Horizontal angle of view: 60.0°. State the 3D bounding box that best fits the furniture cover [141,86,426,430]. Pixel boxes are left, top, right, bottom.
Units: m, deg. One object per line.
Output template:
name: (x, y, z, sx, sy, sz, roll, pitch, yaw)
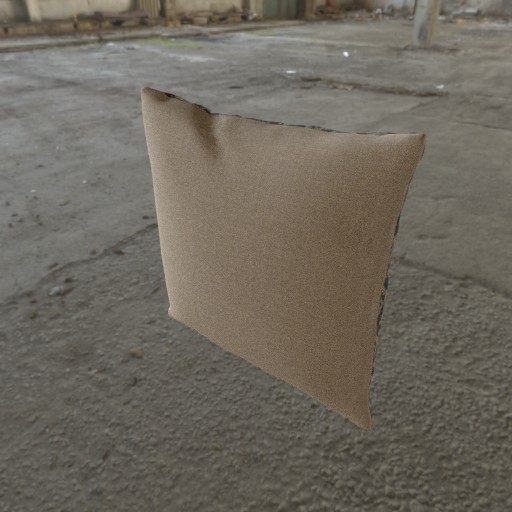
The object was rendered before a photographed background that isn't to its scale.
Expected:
furniture cover: (0.000, 0.000, 0.653, 0.431, 0.431, 0.139, 22, 38, 32)
